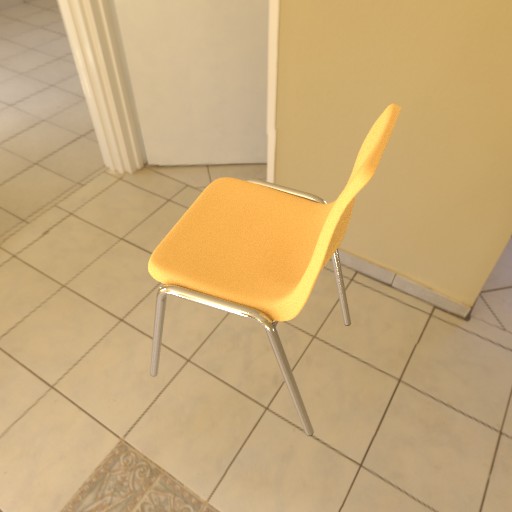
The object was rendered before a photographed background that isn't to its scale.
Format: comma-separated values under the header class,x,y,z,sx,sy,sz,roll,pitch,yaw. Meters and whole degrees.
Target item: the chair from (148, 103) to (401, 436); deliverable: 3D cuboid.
class,x,y,z,sx,sy,sz,roll,pitch,yaw
chair,0.000,0.000,0.948,0.436,0.704,0.381,17,49,16
